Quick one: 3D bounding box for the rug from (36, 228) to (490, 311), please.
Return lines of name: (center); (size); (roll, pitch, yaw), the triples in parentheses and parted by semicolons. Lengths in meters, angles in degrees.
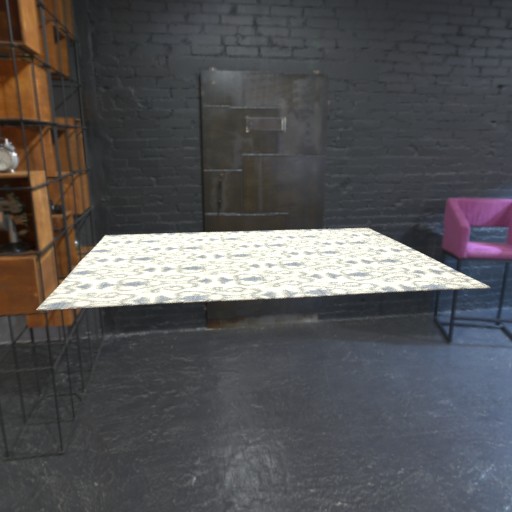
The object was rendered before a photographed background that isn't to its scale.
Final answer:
rug: (0.000, 0.000, 2.970); (2.261, 0.013, 1.676); (-2, 15, -8)
